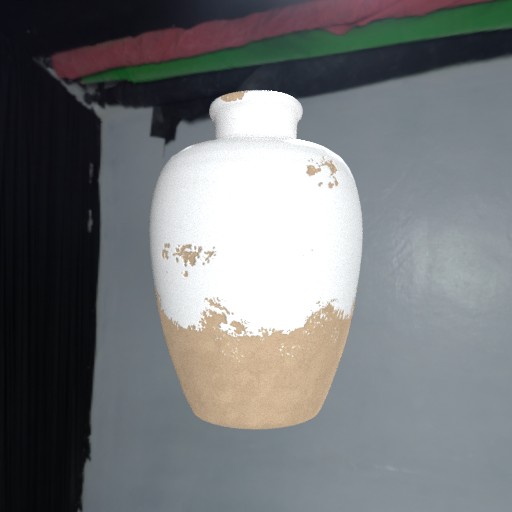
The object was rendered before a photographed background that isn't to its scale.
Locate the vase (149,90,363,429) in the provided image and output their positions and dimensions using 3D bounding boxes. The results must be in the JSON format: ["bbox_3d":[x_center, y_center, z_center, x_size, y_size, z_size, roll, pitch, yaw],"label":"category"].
[{"bbox_3d":[0.000,0.000,0.338,0.158,0.228,0.158,0,-1,0],"label":"vase"}]
